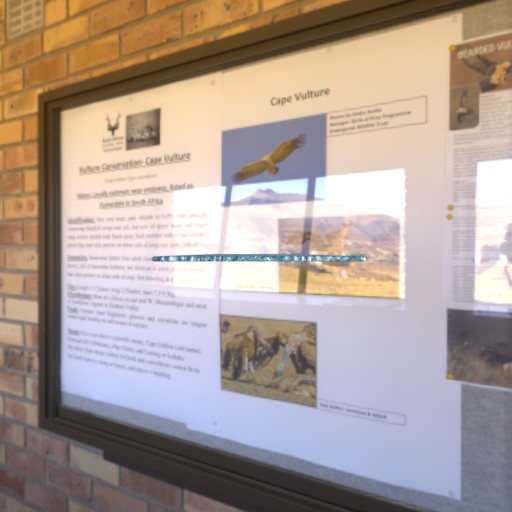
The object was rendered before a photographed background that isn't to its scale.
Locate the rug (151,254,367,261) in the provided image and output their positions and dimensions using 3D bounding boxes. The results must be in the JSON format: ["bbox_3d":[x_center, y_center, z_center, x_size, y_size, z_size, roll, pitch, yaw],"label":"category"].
[{"bbox_3d":[0.000,0.000,2.523,0.676,0.016,2.286,0,0,-1],"label":"rug"}]
